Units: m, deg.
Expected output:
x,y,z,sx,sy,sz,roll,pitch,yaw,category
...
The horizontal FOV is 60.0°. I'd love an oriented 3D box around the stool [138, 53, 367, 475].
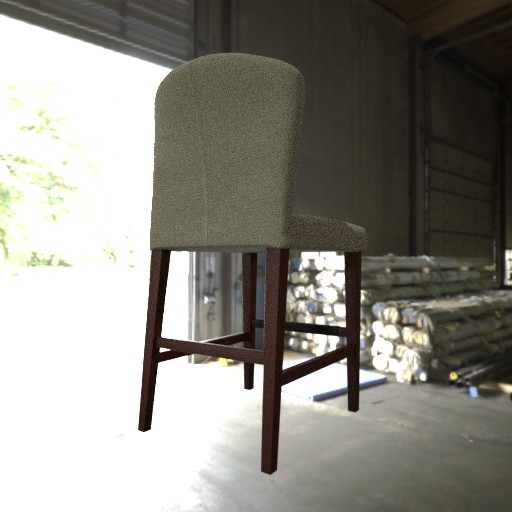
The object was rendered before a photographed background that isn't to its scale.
x,y,z,sx,sy,sz,roll,pitch,yaw,category
0.000,0.000,1.313,0.481,0.969,0.568,0,-1,35,stool
